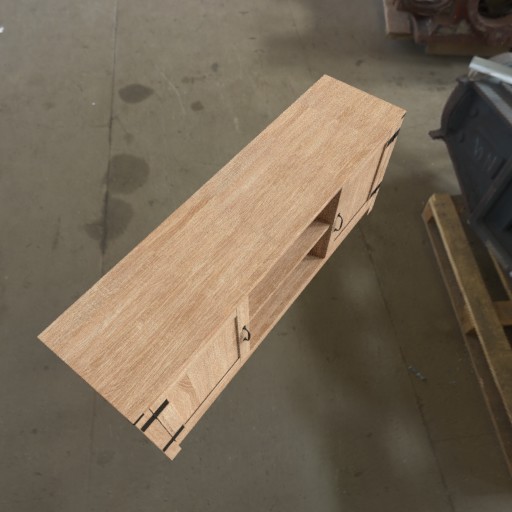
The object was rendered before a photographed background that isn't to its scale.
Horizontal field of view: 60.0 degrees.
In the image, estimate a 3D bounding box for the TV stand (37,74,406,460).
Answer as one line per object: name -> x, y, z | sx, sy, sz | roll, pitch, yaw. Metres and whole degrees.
TV stand -> 0.000, 0.000, 1.721 | 0.398, 0.610, 1.466 | 33, 63, 19
